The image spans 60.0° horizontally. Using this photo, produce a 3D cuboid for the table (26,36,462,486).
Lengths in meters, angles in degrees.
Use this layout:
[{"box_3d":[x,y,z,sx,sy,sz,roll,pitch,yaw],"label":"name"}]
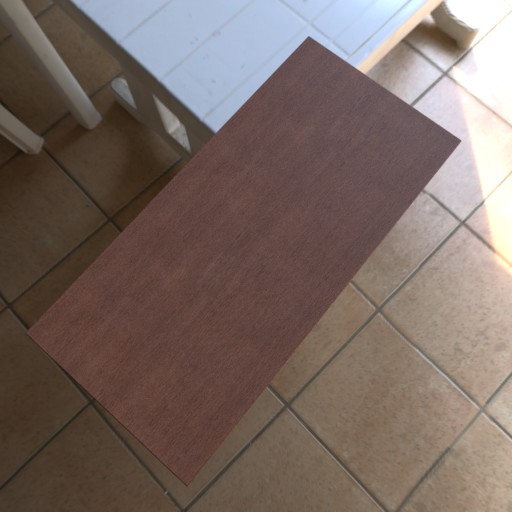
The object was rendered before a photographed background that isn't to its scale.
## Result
[{"box_3d":[0.000,0.000,1.258,0.483,0.457,1.016,39,79,9],"label":"table"}]
